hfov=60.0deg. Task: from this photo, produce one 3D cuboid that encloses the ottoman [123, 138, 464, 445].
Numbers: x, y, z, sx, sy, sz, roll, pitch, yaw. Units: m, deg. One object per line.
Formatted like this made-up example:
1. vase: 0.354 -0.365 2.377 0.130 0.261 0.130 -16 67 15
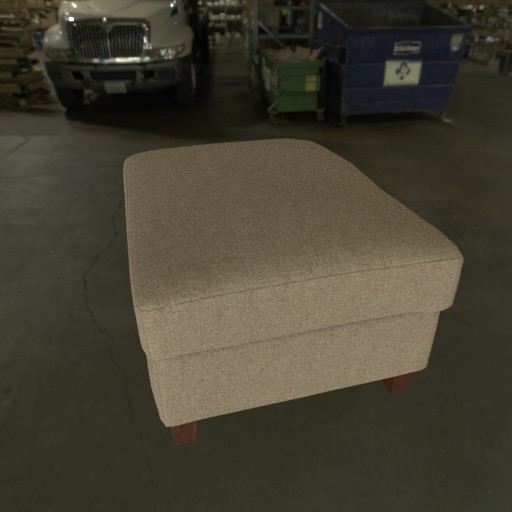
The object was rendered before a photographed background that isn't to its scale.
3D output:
1. ottoman: 0.000 0.000 1.302 0.692 0.511 0.889 -8 31 -13
